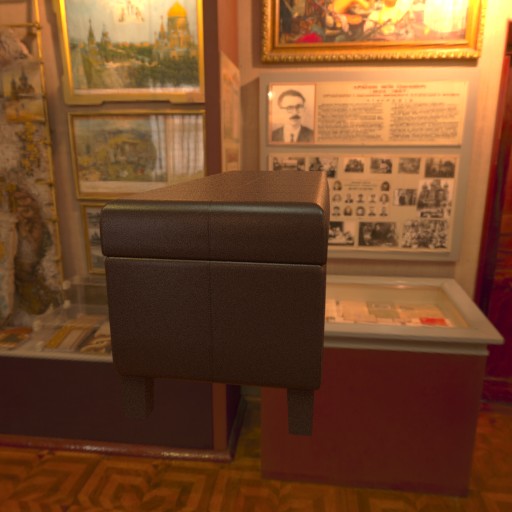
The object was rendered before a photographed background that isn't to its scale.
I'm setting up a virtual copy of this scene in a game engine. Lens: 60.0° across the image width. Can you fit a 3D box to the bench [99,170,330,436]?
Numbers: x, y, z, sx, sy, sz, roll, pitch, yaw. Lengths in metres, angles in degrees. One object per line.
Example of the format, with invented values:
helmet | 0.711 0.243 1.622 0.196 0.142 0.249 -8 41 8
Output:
bench | 0.000 0.000 1.346 0.429 0.457 1.092 2 14 9
